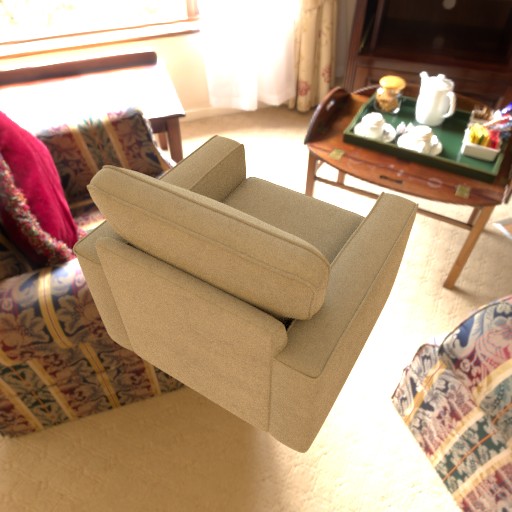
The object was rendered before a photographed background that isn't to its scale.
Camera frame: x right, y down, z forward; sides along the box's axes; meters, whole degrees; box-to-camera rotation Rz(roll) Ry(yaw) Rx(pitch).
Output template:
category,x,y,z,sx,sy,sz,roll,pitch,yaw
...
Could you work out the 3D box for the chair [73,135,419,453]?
category,x,y,z,sx,sy,sz,roll,pitch,yaw
chair,0.000,0.000,1.798,1.015,0.965,0.939,24,51,21
